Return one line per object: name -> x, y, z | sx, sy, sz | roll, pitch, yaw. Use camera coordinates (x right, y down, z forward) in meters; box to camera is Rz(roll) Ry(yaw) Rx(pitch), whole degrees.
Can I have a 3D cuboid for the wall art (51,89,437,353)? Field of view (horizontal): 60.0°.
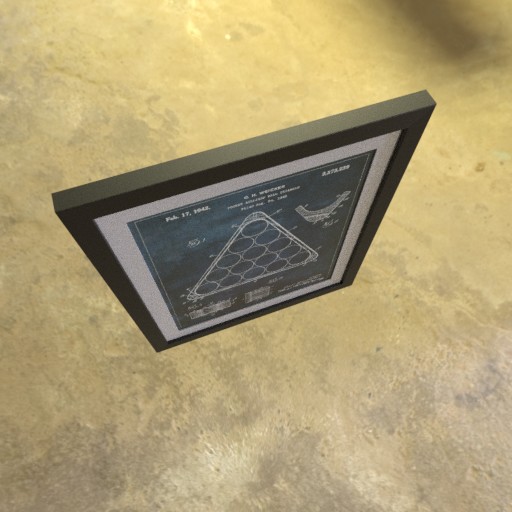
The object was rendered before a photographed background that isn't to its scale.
wall art -> 0.000, 0.000, 0.702 | 0.432, 0.508, 0.025 | -18, 64, -9
